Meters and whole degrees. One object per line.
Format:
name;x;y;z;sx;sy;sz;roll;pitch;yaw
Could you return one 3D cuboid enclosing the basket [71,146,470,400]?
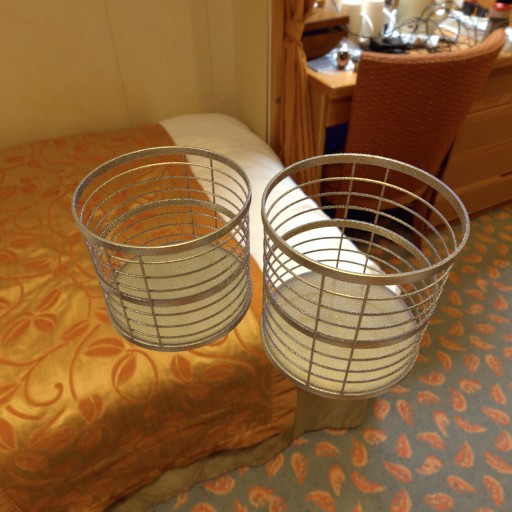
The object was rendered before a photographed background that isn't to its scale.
basket;0.000;0.000;0.937;0.746;0.351;0.356;12;44;12
